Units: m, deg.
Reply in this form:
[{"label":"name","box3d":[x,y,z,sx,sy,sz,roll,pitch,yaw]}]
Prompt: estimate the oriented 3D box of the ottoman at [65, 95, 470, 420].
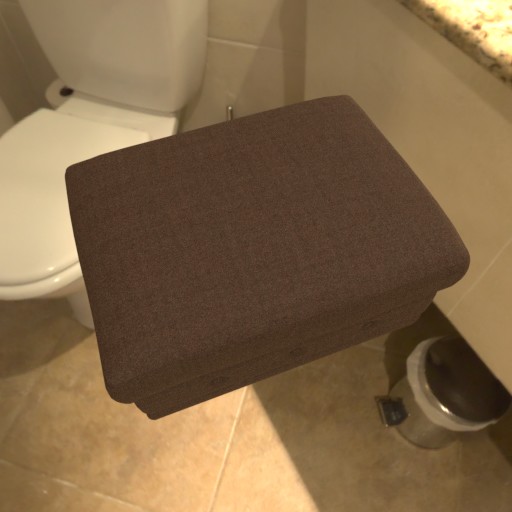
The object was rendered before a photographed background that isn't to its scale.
[{"label":"ottoman","box3d":[0.000,0.000,1.175,0.809,0.555,0.599,-18,60,-11]}]
